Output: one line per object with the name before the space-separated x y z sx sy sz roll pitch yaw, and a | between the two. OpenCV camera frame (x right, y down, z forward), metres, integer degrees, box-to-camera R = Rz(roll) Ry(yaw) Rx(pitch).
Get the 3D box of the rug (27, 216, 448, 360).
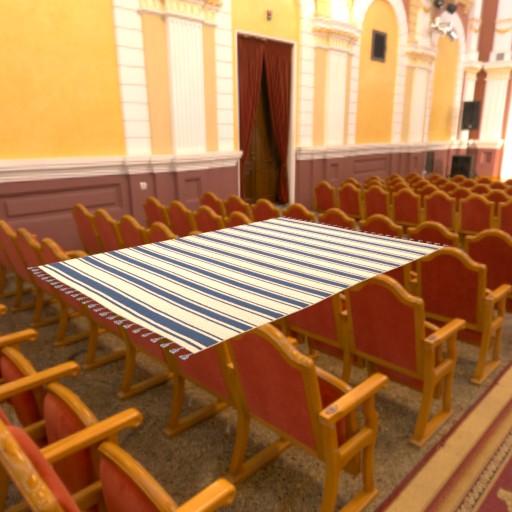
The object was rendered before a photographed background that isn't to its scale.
rug | 0.000 0.000 2.868 2.315 0.010 1.544 -15 22 -43
